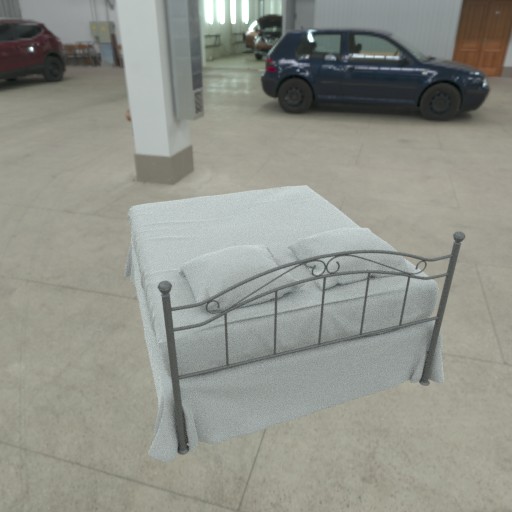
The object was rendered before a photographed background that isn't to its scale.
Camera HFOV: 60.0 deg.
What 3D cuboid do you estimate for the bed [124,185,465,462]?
[{"bbox_3d":[0.000,0.000,3.285,1.936,1.080,2.215,-9,29,-17],"label":"bed"}]
